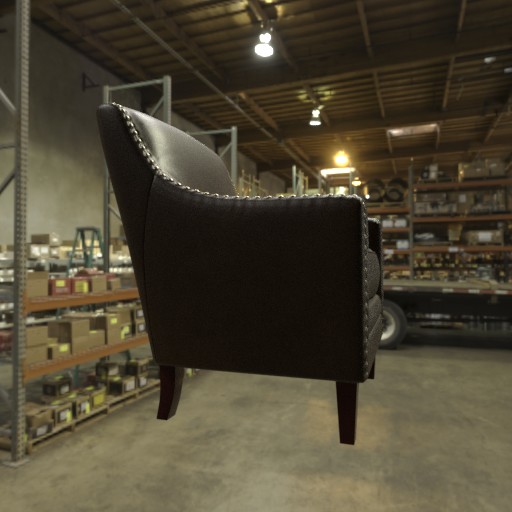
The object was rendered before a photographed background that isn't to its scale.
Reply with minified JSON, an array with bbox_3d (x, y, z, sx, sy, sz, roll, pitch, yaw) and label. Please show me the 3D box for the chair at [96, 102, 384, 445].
[{"bbox_3d":[0.000,0.000,1.327,0.704,0.813,0.639,0,0,19],"label":"chair"}]
